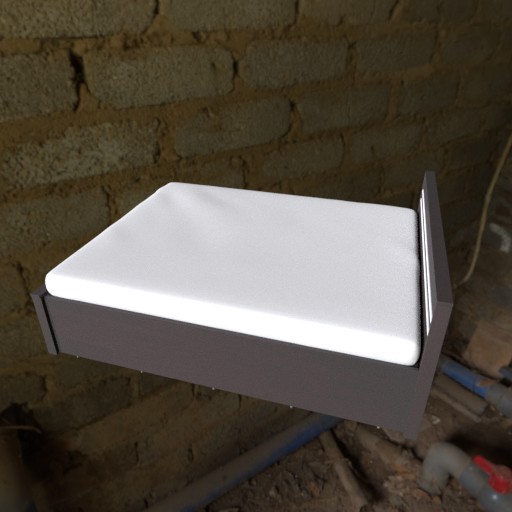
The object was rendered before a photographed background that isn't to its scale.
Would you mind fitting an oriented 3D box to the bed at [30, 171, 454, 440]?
[{"bbox_3d":[0.000,0.000,2.868,2.103,0.808,1.634,9,31,15],"label":"bed"}]
